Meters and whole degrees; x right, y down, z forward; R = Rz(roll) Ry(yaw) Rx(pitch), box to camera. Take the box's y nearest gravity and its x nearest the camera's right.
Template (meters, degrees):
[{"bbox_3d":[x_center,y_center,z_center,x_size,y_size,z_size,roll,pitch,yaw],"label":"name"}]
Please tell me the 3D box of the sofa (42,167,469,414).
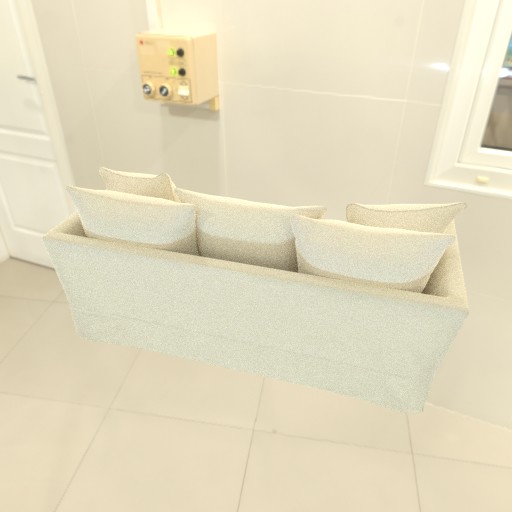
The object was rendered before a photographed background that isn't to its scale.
[{"bbox_3d":[0.000,0.000,2.762,2.290,1.034,1.031,9,34,14],"label":"sofa"}]
